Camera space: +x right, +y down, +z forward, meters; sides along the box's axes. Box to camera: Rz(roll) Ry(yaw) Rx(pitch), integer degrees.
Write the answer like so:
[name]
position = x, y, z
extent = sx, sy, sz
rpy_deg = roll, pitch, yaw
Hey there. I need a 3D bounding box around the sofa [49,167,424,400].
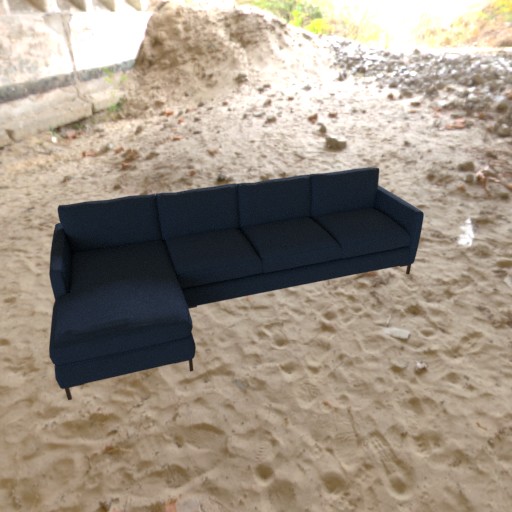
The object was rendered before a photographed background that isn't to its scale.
[sofa]
position = 0.000, 0.000, 2.862
extent = 2.450, 0.679, 1.128
rpy_deg = -10, 31, -17
